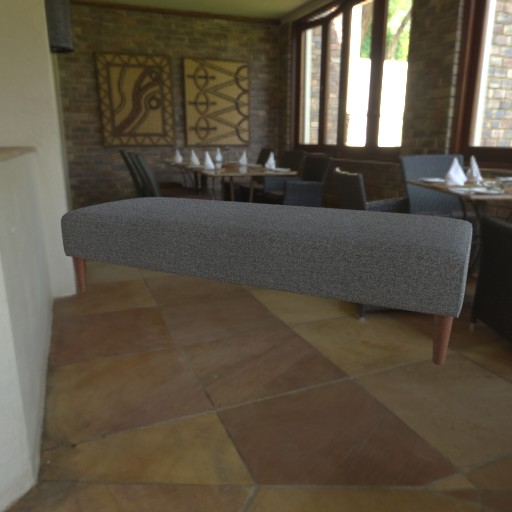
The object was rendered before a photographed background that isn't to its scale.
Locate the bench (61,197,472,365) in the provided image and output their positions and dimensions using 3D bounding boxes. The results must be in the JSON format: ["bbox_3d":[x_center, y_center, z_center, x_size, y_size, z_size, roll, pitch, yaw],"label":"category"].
[{"bbox_3d":[0.000,0.000,1.854,1.598,0.384,0.631,7,16,26],"label":"bench"}]
